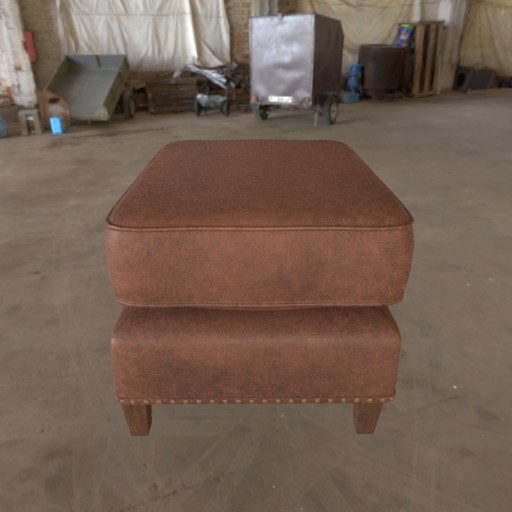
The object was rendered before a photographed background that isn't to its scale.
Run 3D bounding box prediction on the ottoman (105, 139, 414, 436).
[{"bbox_3d":[0.000,0.000,1.163,0.589,0.537,0.738,0,26,-1],"label":"ottoman"}]
